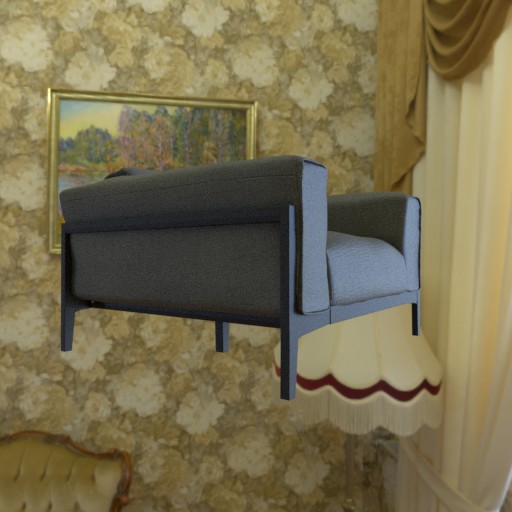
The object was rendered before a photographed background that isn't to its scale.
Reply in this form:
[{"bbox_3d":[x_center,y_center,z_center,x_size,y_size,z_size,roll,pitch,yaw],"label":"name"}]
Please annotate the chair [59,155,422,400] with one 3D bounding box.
[{"bbox_3d":[0.000,0.000,1.665,0.969,0.646,1.056,0,0,36],"label":"chair"}]
